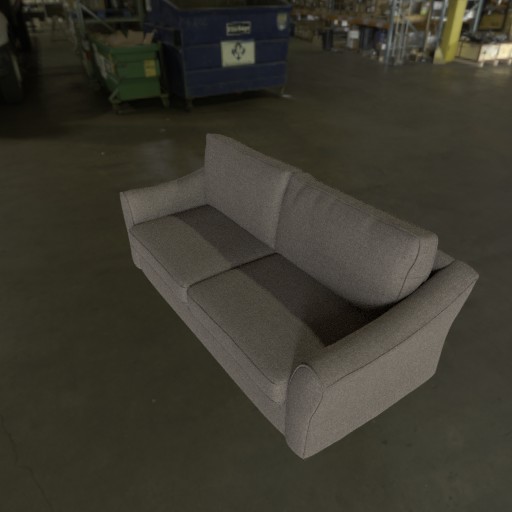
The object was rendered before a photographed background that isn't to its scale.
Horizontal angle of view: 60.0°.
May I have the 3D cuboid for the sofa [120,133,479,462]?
[{"bbox_3d":[0.000,0.000,2.718,1.013,0.976,2.203,-20,38,-29],"label":"sofa"}]
